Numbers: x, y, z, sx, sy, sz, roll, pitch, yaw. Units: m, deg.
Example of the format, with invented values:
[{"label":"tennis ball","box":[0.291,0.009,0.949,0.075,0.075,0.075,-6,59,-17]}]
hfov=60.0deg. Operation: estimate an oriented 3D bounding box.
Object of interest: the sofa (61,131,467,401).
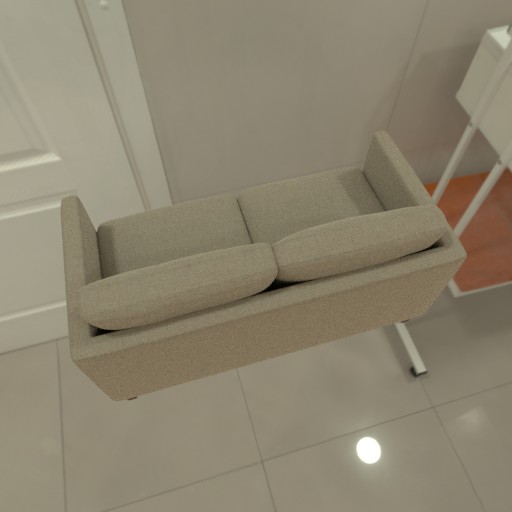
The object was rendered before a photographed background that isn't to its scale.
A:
[{"label":"sofa","box":[0.000,0.000,2.445,1.884,0.947,0.951,-14,58,-9]}]
